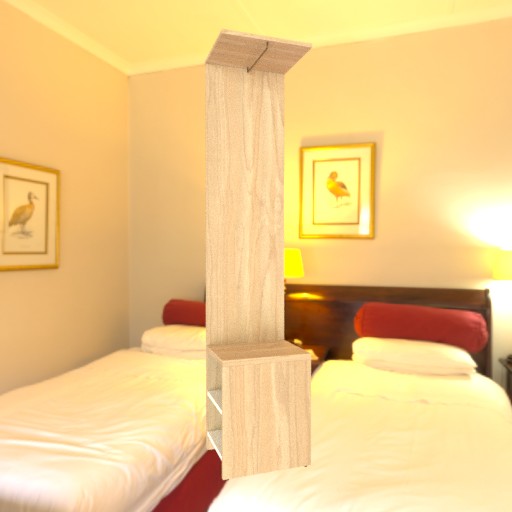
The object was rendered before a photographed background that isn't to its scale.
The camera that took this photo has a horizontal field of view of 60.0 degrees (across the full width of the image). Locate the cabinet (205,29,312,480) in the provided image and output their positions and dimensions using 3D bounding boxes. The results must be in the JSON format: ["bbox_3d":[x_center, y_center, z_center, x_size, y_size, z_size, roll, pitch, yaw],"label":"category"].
[{"bbox_3d":[0.000,0.000,2.064,0.411,1.879,0.338,0,1,-19],"label":"cabinet"}]
